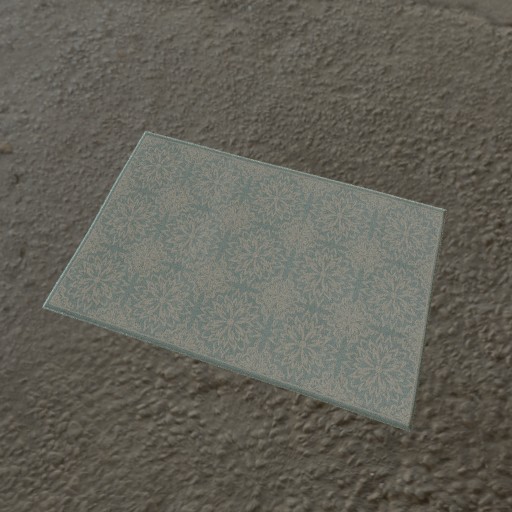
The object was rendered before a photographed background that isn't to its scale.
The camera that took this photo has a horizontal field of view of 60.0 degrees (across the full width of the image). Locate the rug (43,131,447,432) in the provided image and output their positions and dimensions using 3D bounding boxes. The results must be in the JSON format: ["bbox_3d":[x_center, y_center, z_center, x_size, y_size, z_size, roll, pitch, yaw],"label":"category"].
[{"bbox_3d":[0.000,0.000,2.339,1.840,0.012,1.219,16,64,8],"label":"rug"}]
